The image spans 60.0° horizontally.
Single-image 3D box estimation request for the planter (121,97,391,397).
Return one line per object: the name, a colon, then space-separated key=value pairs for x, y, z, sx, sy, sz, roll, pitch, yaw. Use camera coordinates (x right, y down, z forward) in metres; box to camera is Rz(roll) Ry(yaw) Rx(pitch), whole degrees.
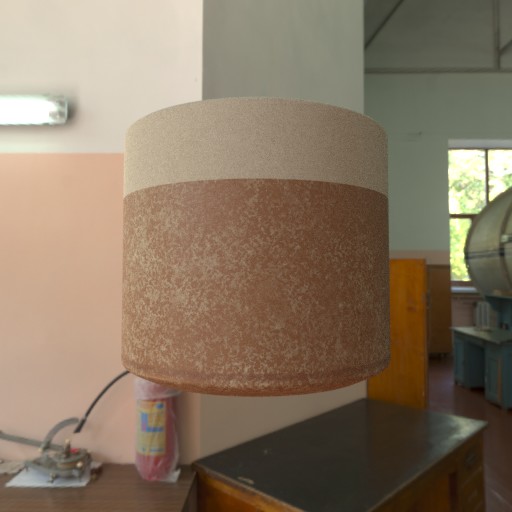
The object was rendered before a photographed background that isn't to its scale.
planter: x=0.000 y=0.000 z=0.275 sx=0.159 sy=0.138 sz=0.159 roll=0 pitch=-3 yaw=0
